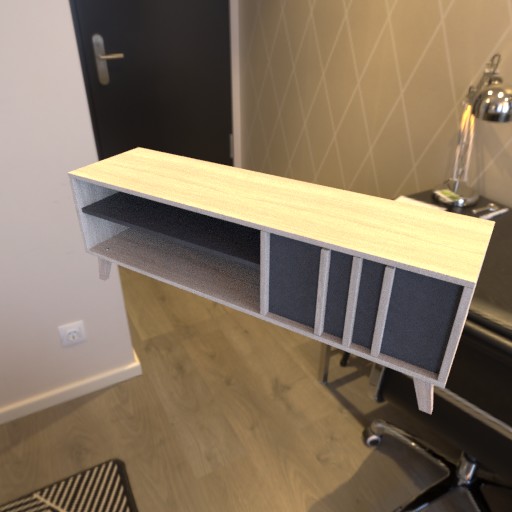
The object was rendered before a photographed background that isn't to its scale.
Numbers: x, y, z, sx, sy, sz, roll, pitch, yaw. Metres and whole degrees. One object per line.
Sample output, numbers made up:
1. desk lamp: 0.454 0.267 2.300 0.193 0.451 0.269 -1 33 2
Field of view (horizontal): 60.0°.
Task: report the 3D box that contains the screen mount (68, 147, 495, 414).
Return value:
1. screen mount: 0.000 0.000 1.694 1.500 0.509 0.401 17 35 27
